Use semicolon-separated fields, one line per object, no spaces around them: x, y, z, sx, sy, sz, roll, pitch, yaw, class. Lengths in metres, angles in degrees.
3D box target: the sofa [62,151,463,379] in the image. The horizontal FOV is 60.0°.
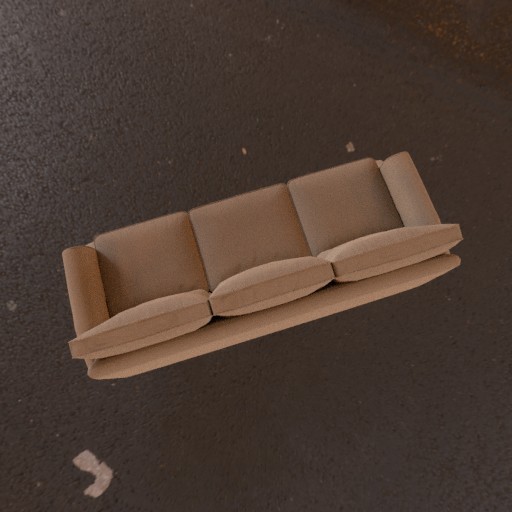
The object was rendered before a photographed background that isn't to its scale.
0.000;0.000;2.879;2.354;0.948;0.966;-17;77;-4;sofa
